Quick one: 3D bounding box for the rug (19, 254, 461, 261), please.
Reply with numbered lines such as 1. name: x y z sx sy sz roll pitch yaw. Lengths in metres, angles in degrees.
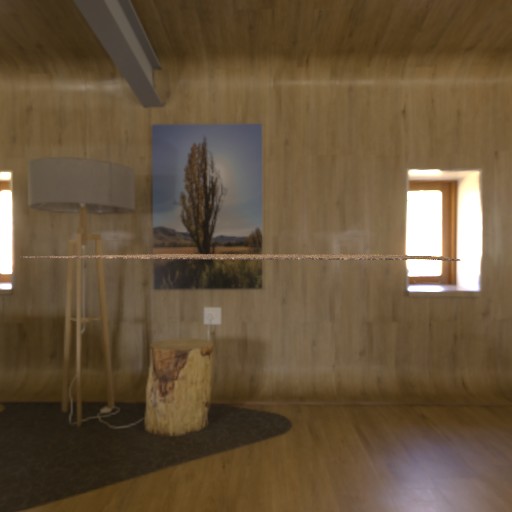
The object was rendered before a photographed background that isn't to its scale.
1. rug: 0.000 0.000 5.265 4.093 0.020 2.997 0 1 17
